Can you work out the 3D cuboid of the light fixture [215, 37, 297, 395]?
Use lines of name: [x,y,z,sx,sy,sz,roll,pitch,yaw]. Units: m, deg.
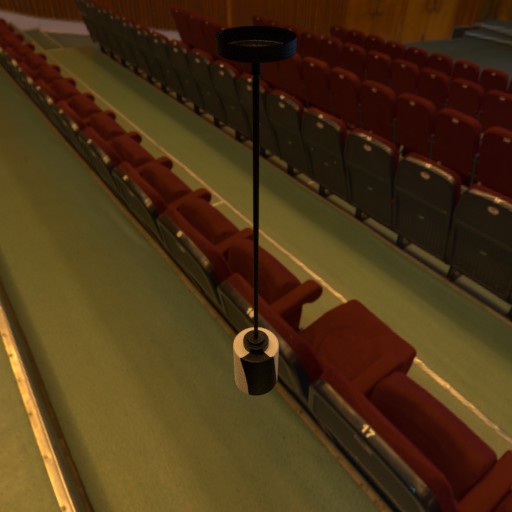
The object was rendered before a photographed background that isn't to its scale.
light fixture: [0.000,0.000,0.944,0.123,0.863,0.123,-25,45,-27]
